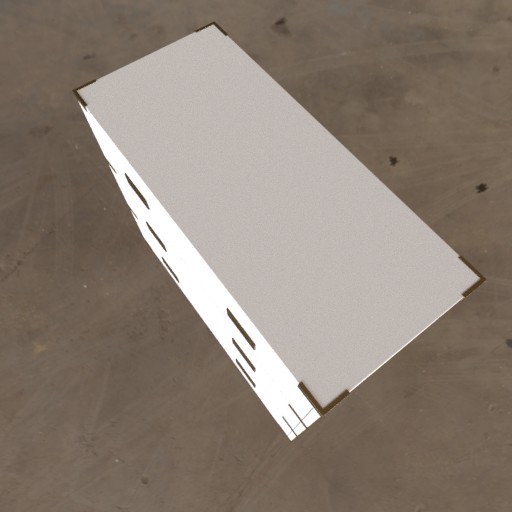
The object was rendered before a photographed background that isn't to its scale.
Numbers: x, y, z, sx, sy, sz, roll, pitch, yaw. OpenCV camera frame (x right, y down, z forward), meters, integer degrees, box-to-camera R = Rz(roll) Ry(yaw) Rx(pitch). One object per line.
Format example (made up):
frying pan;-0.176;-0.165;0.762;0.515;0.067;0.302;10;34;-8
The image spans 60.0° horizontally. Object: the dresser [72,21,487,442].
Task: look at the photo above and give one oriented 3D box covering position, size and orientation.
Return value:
dresser;0.000;0.000;1.459;0.460;0.891;1.022;-34;69;-15
